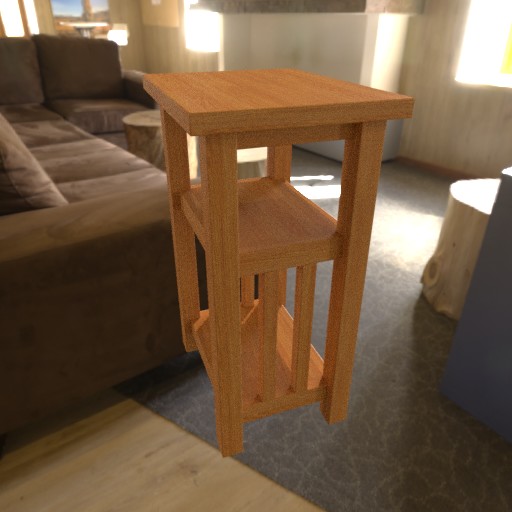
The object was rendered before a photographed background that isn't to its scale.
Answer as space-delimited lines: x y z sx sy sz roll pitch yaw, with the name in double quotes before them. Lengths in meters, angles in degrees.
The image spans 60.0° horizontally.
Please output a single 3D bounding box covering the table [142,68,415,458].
"table" 0.000 0.000 0.754 0.270 0.550 0.350 -10 30 -18
